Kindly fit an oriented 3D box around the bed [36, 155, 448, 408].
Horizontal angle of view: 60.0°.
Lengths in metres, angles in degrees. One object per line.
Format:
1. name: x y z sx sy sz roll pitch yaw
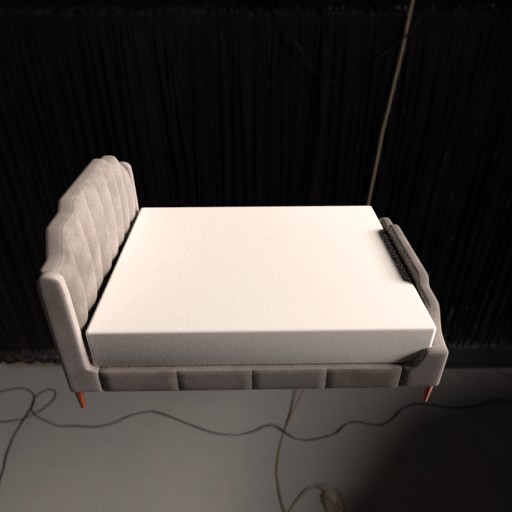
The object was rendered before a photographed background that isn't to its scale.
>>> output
1. bed: 0.000 0.000 3.227 2.340 1.245 1.676 -1 32 -1
